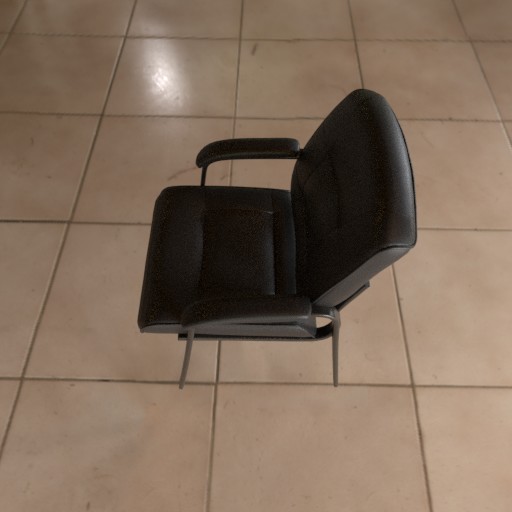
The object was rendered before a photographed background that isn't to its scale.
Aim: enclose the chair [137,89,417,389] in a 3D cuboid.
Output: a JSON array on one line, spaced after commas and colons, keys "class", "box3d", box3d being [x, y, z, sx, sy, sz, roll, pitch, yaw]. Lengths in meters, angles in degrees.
[{"class": "chair", "box3d": [0.000, 0.000, 1.331, 0.668, 0.910, 0.591, 0, 59, 0]}]
